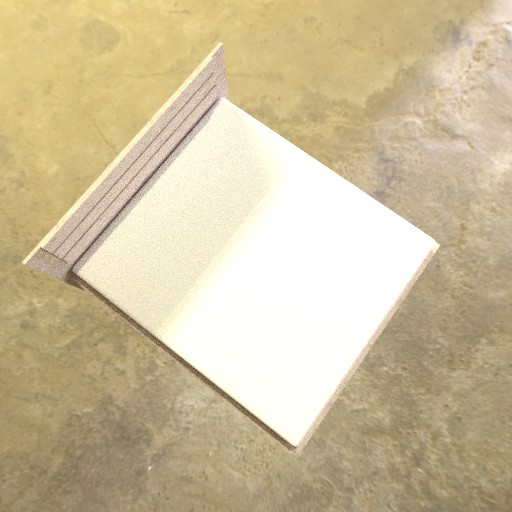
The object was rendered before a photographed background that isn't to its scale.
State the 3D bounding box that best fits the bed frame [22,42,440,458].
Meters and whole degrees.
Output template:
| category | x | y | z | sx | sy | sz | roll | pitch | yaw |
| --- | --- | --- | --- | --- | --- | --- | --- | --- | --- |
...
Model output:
| category | x | y | z | sx | sy | sz | roll | pitch | yaw |
| --- | --- | --- | --- | --- | --- | --- | --- | --- | --- |
| bed frame | 0.000 | 0.000 | 3.173 | 2.080 | 0.970 | 1.950 | 36 | 79 | 8 |
